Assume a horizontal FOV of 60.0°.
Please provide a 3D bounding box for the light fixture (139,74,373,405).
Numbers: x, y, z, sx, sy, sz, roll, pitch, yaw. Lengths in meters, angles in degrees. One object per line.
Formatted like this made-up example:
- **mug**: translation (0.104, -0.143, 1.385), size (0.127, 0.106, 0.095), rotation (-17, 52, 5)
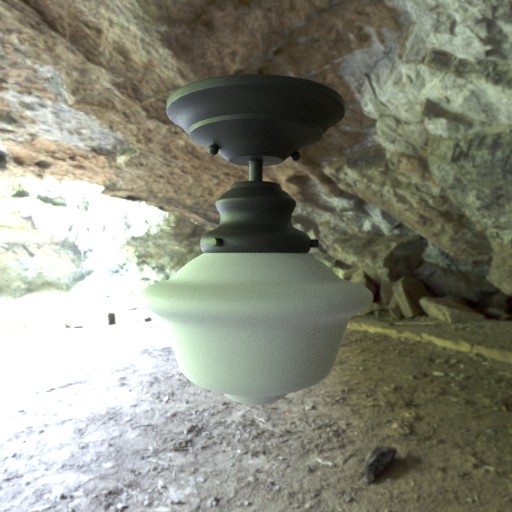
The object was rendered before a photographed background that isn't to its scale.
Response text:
- **light fixture**: translation (0.000, 0.000, 0.384), size (0.197, 0.254, 0.197), rotation (0, 0, 0)
